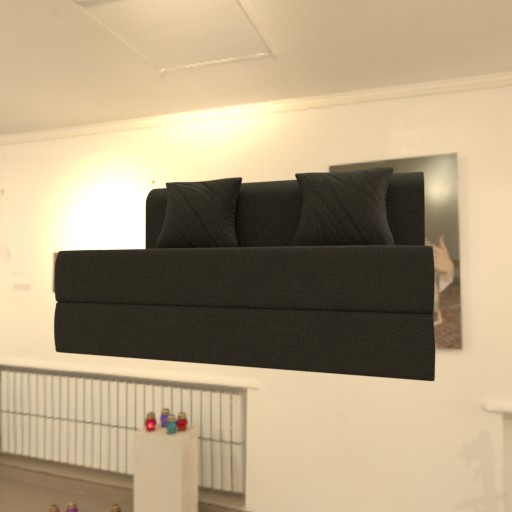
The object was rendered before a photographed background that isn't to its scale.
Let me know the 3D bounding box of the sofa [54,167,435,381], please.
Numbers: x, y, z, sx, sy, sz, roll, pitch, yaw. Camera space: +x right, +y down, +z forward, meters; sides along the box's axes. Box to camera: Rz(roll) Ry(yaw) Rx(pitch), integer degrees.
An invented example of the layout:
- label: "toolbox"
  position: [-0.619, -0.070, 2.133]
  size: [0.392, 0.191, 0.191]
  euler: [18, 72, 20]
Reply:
- label: "sofa"
  position: [0.000, 0.000, 1.688]
  size: [1.225, 0.670, 0.762]
  euler: [0, -1, 19]
